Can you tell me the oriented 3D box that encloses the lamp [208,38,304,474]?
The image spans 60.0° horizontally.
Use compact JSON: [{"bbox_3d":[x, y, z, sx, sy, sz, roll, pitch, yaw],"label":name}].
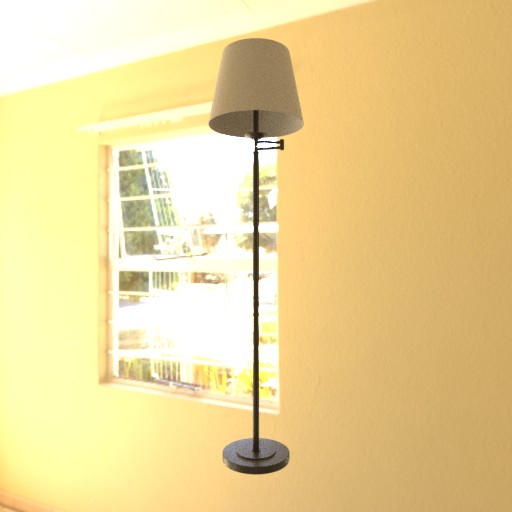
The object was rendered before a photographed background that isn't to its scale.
[{"bbox_3d":[0.000,0.000,1.617,0.348,1.473,0.348,0,0,16],"label":"lamp"}]
